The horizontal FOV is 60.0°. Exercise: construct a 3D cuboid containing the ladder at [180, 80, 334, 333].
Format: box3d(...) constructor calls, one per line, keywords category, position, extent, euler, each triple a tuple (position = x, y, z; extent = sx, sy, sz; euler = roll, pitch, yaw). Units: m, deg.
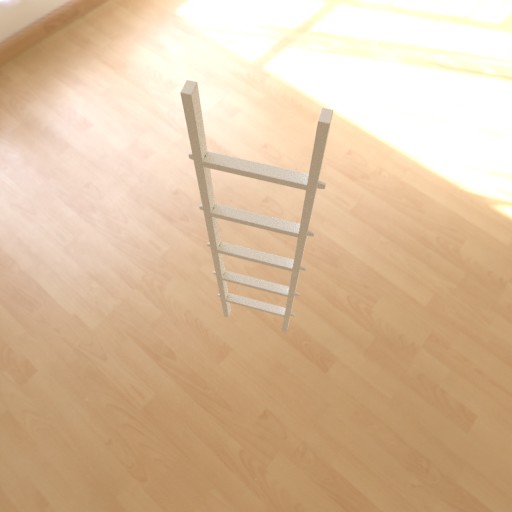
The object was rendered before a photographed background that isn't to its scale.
box3d(category="ladder", position=(0.000, 0.000, 1.960), extent=(0.452, 1.797, 0.051), euler=(14, 64, 7))
